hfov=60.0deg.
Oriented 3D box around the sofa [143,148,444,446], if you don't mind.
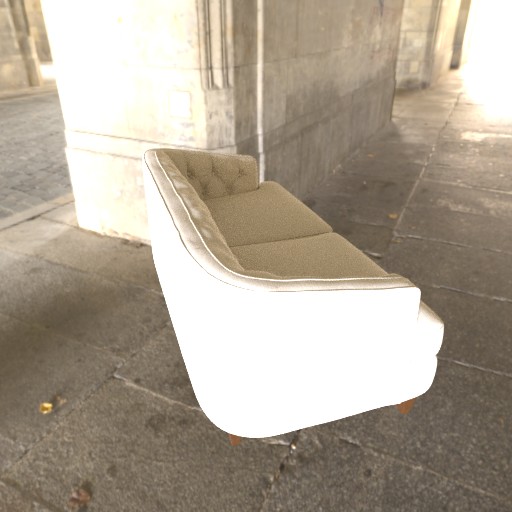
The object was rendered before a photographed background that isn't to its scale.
[{"bbox_3d":[0.000,0.000,2.222,0.941,0.855,1.733,-9,29,-17],"label":"sofa"}]
